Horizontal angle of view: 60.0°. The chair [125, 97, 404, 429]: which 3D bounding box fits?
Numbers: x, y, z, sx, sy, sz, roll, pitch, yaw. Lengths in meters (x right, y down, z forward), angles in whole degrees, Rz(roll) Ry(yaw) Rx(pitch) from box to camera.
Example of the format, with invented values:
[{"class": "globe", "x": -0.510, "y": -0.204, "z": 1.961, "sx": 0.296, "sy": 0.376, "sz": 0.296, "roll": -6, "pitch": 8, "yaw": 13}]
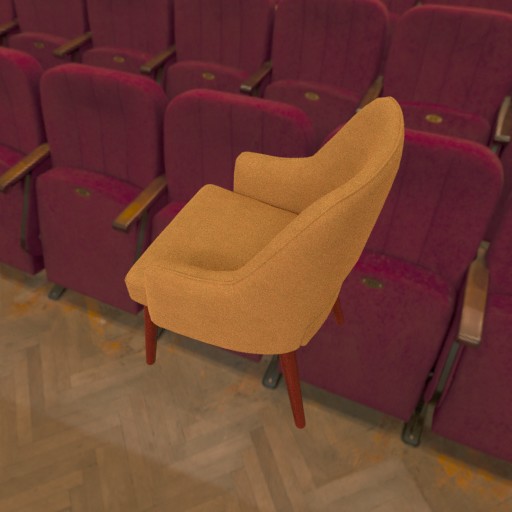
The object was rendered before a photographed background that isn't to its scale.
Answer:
[{"class": "chair", "x": 0.000, "y": 0.000, "z": 1.209, "sx": 0.605, "sy": 0.849, "sz": 0.548, "roll": 18, "pitch": 48, "yaw": 17}]
